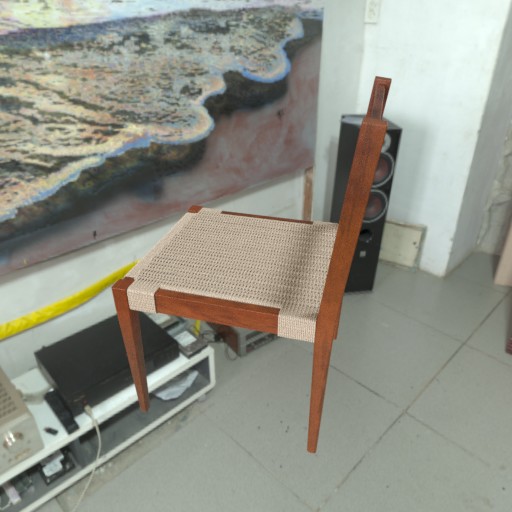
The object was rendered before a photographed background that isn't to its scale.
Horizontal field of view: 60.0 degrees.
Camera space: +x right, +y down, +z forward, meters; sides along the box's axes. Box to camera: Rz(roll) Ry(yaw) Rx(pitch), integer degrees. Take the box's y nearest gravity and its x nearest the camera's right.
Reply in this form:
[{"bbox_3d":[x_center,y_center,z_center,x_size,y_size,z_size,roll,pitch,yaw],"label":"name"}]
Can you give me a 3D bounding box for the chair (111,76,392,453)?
[{"bbox_3d":[0.000,0.000,1.183,0.569,0.851,0.495,8,31,13],"label":"chair"}]
